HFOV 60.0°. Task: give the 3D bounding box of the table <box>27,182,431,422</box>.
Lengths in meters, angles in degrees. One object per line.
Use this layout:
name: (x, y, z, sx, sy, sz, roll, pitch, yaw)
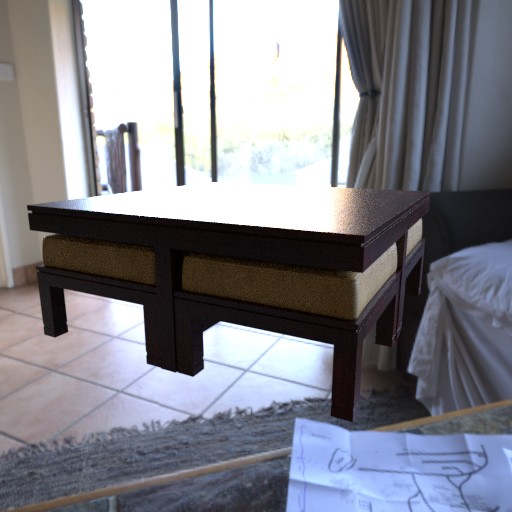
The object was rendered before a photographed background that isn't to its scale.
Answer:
table: (0.000, 0.000, 1.347, 0.865, 0.356, 0.865, 7, 15, 27)
